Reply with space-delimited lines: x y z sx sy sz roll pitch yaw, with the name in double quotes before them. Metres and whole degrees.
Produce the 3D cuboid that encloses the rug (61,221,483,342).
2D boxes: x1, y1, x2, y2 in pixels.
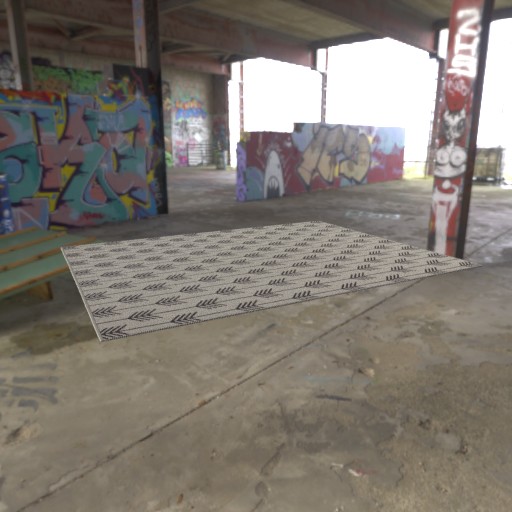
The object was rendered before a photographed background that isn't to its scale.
"rug" 0.000 0.000 3.996 3.061 0.010 2.330 -8 17 -27
